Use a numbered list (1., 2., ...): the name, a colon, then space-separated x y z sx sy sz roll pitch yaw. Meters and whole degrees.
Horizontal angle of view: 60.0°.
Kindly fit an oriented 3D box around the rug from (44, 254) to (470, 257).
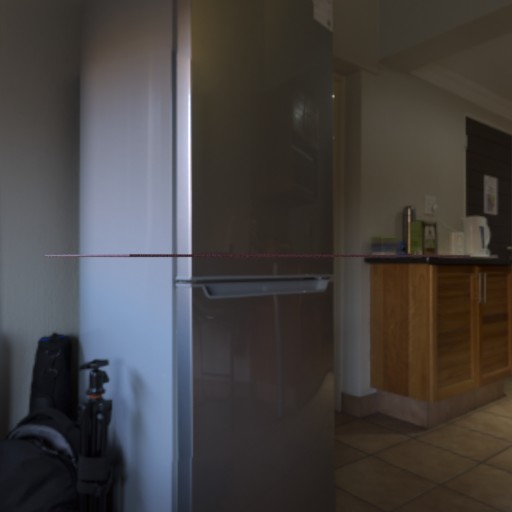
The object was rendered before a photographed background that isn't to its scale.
1. rug: 0.000 0.000 2.840 2.210 0.011 1.599 0 0 -35
